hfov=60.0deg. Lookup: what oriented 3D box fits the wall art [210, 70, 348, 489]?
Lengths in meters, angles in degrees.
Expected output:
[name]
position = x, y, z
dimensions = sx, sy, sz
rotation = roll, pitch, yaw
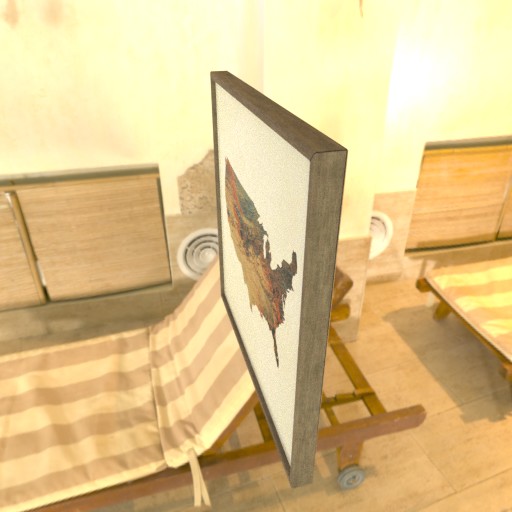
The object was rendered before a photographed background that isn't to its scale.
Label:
[wall art]
position = 0.000, 0.000, 1.093
dimensions = 0.050, 0.751, 0.749
rotation = -8, 31, -14
